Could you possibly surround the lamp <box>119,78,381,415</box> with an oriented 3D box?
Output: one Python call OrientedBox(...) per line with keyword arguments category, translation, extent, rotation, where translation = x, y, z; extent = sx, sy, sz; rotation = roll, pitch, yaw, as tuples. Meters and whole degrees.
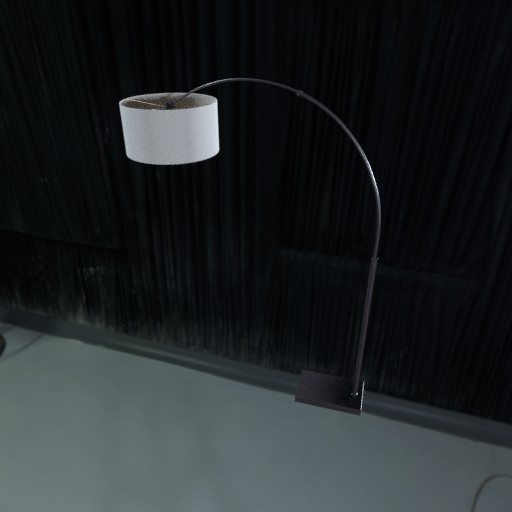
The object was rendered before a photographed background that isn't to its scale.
OrientedBox(category="lamp", translation=(0.000, 0.000, 2.574), extent=(1.424, 1.927, 0.493), rotation=(8, 30, 14))
